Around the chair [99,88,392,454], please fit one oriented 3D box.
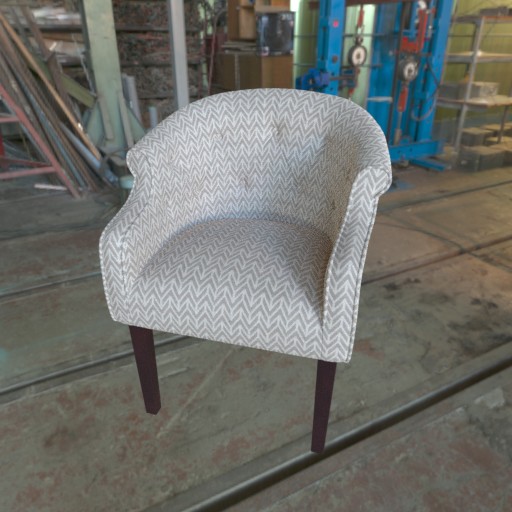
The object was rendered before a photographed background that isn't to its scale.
[{"bbox_3d":[0.000,0.000,1.278,0.686,0.858,0.613,7,27,14],"label":"chair"}]
